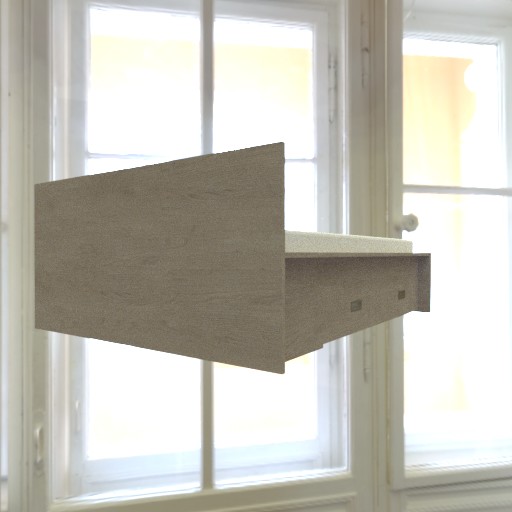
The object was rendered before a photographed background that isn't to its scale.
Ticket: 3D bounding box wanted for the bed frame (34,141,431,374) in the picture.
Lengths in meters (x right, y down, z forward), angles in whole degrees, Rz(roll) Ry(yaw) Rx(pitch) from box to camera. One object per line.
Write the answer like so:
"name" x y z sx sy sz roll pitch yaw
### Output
"bed frame" 0.000 0.000 2.787 1.622 0.800 1.960 0 0 36
